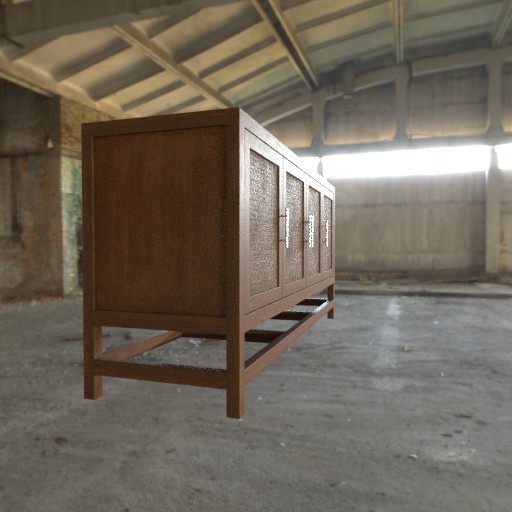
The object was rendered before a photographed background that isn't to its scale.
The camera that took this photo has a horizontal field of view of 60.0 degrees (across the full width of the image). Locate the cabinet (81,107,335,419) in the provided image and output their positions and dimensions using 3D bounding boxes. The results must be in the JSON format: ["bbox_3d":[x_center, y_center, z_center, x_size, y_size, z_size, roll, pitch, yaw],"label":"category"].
[{"bbox_3d":[0.000,0.000,2.046,0.522,0.820,1.708,0,2,18],"label":"cabinet"}]
